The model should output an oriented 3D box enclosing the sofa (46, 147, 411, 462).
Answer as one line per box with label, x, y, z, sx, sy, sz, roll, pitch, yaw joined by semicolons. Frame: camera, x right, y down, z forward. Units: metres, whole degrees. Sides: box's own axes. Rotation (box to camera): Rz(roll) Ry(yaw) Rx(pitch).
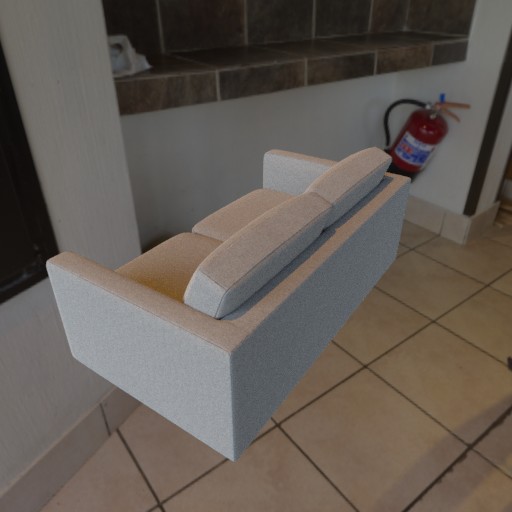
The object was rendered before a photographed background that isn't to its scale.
sofa;0.000;0.000;2.325;1.000;0.900;1.731;20;37;29
